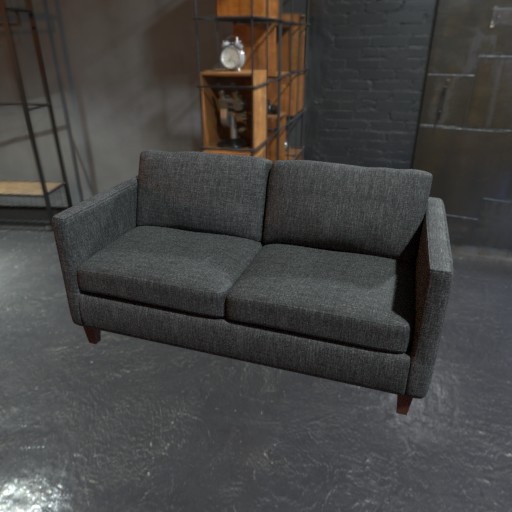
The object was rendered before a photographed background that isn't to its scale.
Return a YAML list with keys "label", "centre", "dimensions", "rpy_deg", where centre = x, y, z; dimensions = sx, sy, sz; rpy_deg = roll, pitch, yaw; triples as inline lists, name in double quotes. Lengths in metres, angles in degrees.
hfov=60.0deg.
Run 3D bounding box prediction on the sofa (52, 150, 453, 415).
- label: "sofa"
  centre: [0.000, 0.000, 2.421]
  dimensions: [1.884, 0.963, 0.950]
  rpy_deg: [8, 27, 16]
